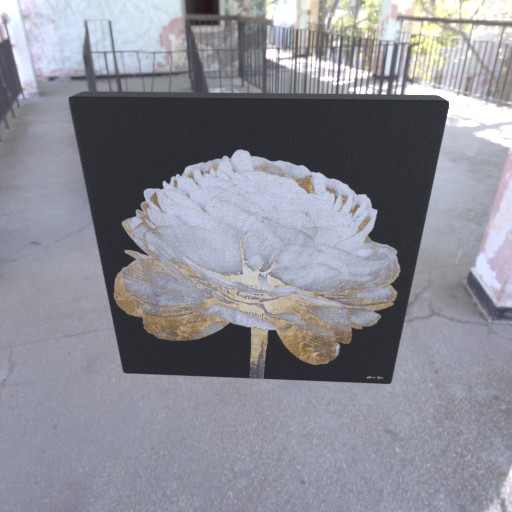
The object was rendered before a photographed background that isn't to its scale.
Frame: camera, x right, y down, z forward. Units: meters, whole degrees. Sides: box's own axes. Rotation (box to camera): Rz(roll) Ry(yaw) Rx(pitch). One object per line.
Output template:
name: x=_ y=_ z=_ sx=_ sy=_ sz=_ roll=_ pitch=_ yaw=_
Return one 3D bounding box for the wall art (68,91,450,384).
wall art: x=0.000 y=0.000 z=0.587 sx=0.406 sy=0.407 sz=0.041 roll=2 pitch=30 yaw=3
